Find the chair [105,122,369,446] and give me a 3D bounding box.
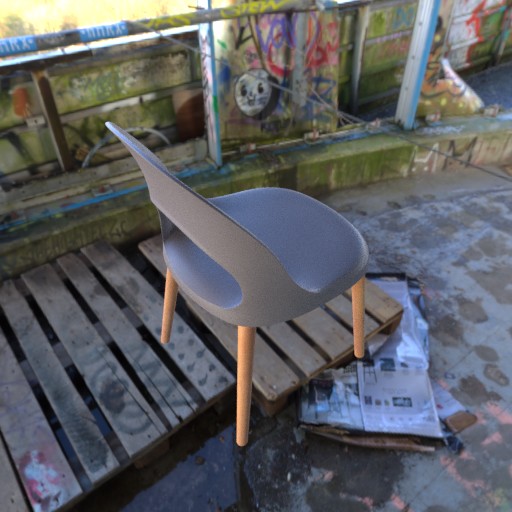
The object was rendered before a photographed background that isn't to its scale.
[{"bbox_3d":[0.000,0.000,1.144,0.556,0.795,0.470,-26,47,-27],"label":"chair"}]
